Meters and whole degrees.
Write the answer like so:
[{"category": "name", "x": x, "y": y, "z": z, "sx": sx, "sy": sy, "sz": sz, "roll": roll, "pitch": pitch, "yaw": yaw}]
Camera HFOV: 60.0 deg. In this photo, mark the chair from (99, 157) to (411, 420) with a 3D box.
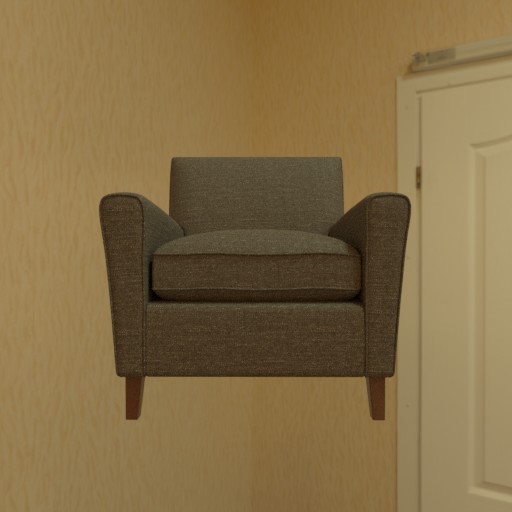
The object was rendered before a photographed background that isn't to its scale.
[{"category": "chair", "x": 0.000, "y": 0.000, "z": 1.608, "sx": 0.838, "sy": 0.885, "sz": 0.875, "roll": 0, "pitch": 0, "yaw": 0}]
